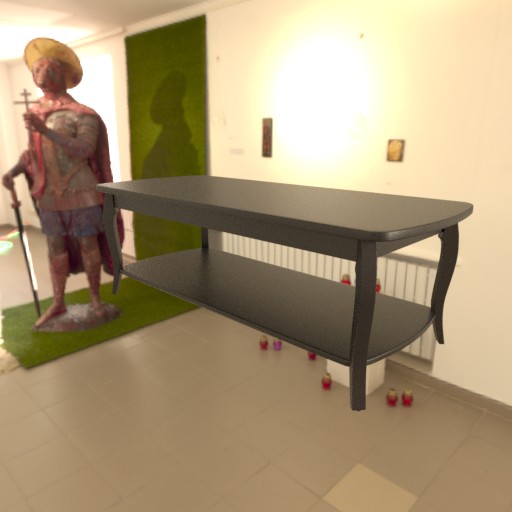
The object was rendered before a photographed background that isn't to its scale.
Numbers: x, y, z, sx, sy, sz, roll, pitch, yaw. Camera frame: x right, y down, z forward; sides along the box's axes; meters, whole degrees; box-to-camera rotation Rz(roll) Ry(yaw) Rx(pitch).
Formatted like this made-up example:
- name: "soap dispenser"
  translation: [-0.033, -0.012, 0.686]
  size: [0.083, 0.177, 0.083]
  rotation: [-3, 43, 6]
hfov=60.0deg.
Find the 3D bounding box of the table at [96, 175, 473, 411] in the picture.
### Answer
- name: "table"
  translation: [0.000, 0.000, 1.595]
  size: [1.333, 0.457, 0.571]
  rotation: [15, 21, 42]
